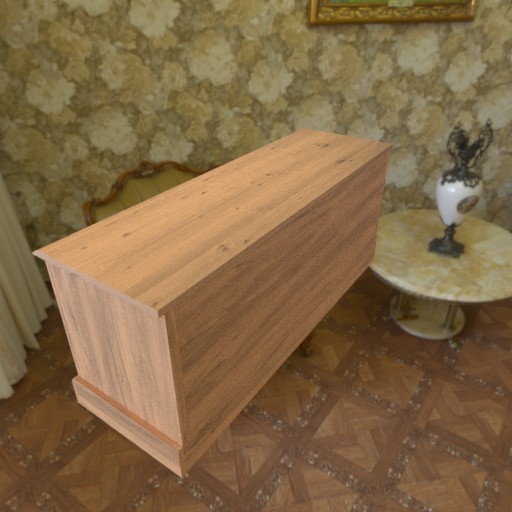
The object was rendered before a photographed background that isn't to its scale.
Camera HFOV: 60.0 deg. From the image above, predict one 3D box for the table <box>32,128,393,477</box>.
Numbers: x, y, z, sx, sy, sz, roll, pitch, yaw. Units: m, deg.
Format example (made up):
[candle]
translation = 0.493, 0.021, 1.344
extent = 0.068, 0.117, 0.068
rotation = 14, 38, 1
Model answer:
[table]
translation = 0.000, 0.000, 1.451
extent = 0.400, 0.510, 1.200
rotation = 20, 37, 29
